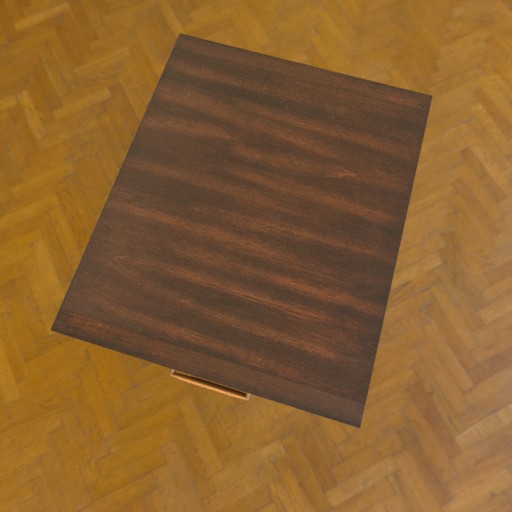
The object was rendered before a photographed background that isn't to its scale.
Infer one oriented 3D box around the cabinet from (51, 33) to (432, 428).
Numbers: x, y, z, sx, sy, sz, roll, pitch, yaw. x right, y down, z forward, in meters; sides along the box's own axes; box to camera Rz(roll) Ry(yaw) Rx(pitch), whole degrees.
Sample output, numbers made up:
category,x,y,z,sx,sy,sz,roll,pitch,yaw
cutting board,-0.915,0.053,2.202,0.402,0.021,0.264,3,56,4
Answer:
category,x,y,z,sx,sy,sz,roll,pitch,yaw
cabinet,0.000,0.000,0.828,0.402,0.455,0.500,16,74,5
